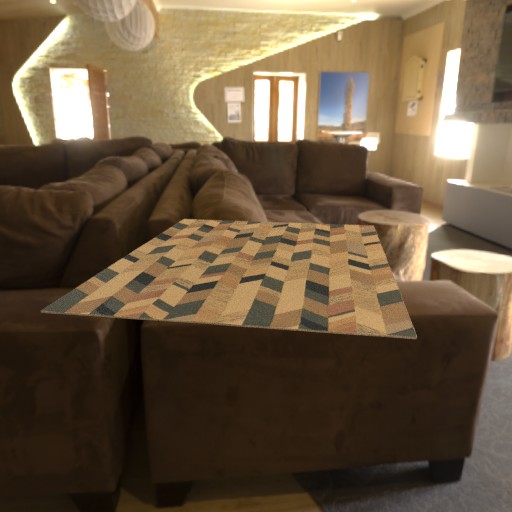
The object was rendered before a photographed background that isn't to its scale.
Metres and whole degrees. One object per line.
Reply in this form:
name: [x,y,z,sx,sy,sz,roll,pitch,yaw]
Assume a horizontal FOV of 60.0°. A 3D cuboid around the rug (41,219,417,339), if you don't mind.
rug: [0.000,0.000,4.232,2.451,0.011,3.072,3,17,9]
